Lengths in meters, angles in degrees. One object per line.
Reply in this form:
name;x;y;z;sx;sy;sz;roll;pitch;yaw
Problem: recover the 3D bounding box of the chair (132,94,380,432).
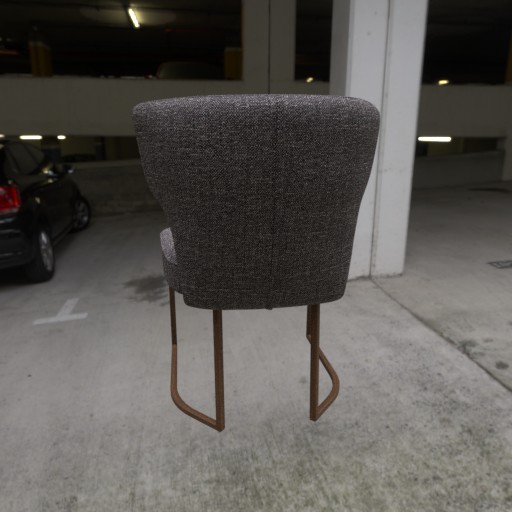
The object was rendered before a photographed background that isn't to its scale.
chair;0.000;0.000;1.255;0.611;0.824;0.617;-3;16;-9
